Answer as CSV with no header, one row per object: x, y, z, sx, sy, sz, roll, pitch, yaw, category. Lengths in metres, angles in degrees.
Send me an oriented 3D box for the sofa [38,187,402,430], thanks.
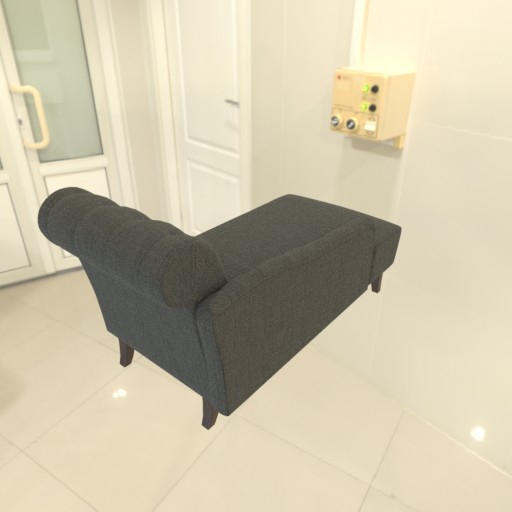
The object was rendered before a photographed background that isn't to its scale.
0.000,0.000,1.801,0.675,0.787,1.379,22,36,34,sofa
